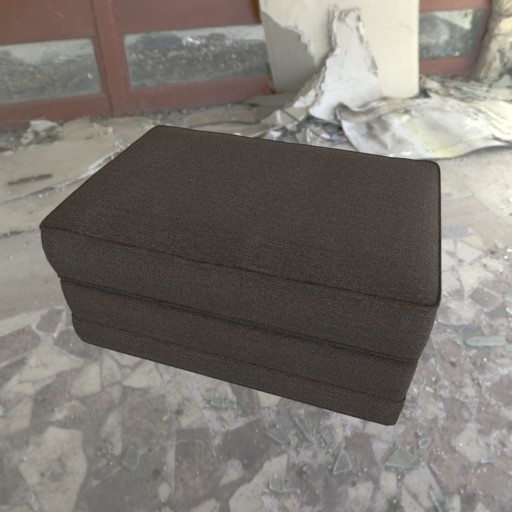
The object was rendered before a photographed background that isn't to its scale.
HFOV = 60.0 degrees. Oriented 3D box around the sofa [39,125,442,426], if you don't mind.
[{"bbox_3d":[0.000,0.000,1.191,0.854,0.457,0.578,11,41,13],"label":"sofa"}]
